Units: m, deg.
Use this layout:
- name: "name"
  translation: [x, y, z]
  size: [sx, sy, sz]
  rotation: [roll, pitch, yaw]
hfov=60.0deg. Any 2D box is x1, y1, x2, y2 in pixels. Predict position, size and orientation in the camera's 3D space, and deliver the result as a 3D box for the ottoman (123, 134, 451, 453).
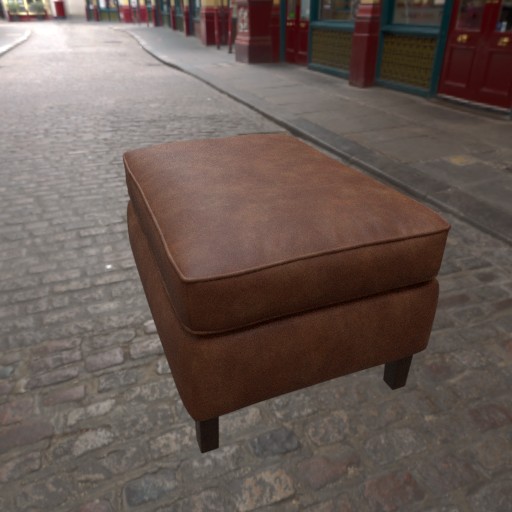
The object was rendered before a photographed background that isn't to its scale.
- name: "ottoman"
  translation: [0.000, 0.000, 0.989]
  size: [0.501, 0.418, 0.665]
  rotation: [-11, 31, -19]
